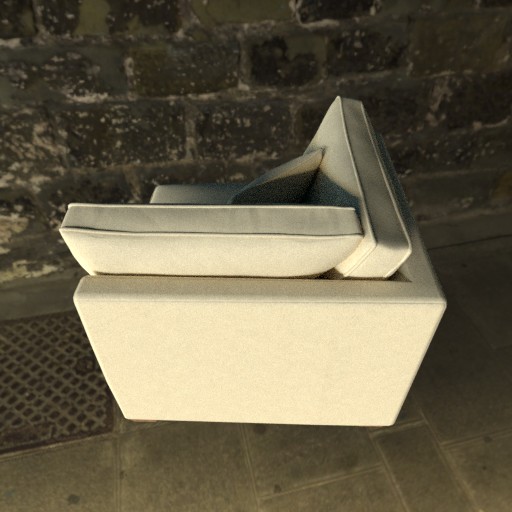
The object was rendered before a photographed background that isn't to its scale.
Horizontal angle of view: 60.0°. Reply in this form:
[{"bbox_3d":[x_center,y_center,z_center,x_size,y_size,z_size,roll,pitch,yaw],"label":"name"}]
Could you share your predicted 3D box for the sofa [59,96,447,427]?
[{"bbox_3d":[0.000,0.000,1.897,1.146,1.002,1.084,1,43,1],"label":"sofa"}]
